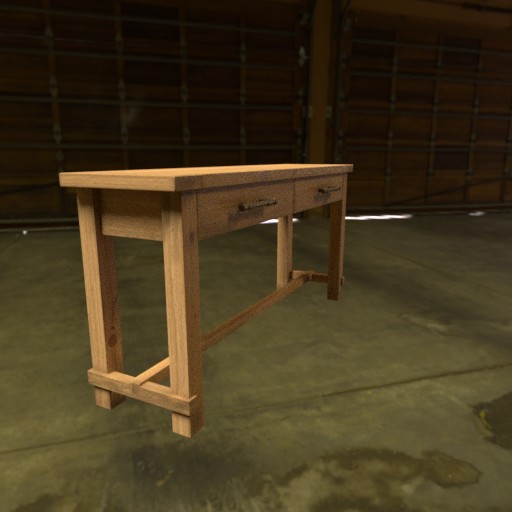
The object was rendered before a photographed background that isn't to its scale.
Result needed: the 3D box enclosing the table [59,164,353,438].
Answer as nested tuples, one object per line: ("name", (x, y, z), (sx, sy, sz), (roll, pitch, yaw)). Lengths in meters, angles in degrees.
("table", (0.000, 0.000, 1.943), (0.442, 0.762, 1.599), (7, 14, 27))
